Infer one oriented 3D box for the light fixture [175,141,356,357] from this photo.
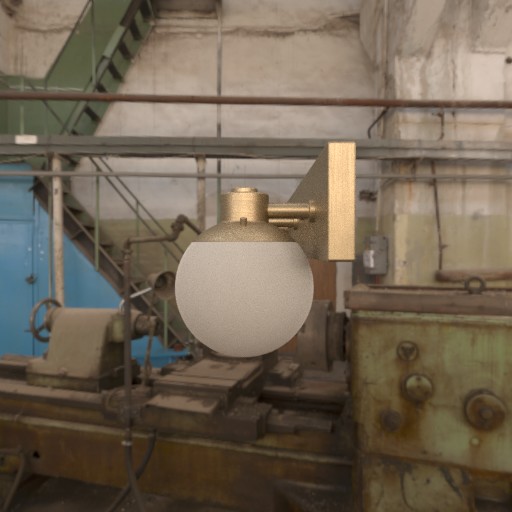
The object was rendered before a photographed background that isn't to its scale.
[{"bbox_3d":[0.000,0.000,0.847,0.218,0.263,0.721,0,1,0],"label":"light fixture"}]
